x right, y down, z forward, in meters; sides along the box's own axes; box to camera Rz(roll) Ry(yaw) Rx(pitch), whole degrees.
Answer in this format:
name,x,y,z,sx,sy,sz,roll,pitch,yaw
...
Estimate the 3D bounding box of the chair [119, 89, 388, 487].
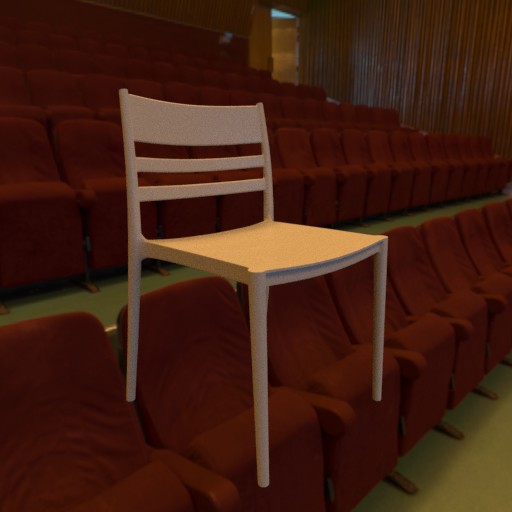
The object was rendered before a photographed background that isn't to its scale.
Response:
name,x,y,z,sx,sy,sz,roll,pitch,yaw
chair,0.000,0.000,1.132,0.511,0.800,0.531,13,19,43
